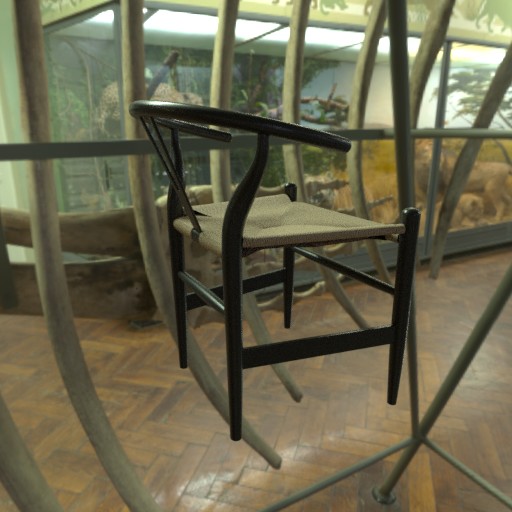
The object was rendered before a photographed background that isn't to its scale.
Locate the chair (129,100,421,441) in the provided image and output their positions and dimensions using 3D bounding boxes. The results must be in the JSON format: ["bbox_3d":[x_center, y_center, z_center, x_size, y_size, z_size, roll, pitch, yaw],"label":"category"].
[{"bbox_3d":[0.000,0.000,1.133,0.570,0.739,0.570,-9,19,-27],"label":"chair"}]
